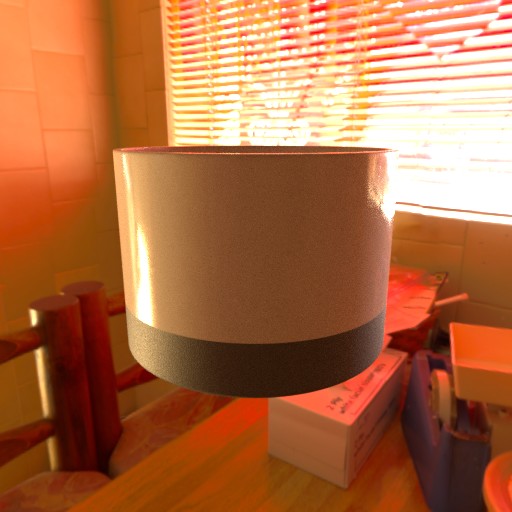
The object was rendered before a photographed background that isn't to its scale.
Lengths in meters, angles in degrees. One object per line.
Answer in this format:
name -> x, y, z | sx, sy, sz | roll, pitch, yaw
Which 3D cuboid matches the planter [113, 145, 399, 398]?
planter -> 0.000, 0.000, 0.222 | 0.128, 0.105, 0.128 | 0, 15, 0
